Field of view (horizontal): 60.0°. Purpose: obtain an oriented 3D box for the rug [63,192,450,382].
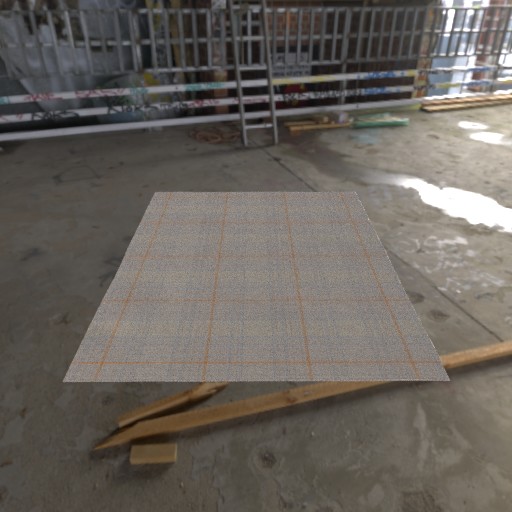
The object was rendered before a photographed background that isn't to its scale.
[{"bbox_3d":[0.000,0.000,4.094,2.448,0.021,3.051,0,31,0],"label":"rug"}]
